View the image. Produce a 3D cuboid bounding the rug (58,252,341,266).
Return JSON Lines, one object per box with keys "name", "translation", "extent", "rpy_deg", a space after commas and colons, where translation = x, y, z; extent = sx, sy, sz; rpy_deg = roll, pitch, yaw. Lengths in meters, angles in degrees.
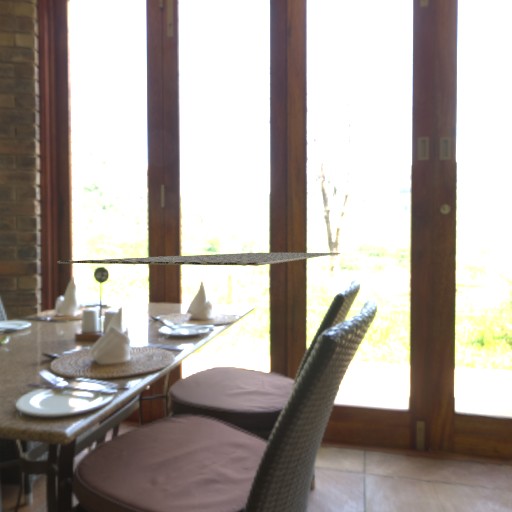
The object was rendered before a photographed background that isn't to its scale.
{"name": "rug", "translation": [0.000, 0.000, 2.637], "extent": [0.750, 0.009, 2.435], "rpy_deg": [0, 1, 17]}
